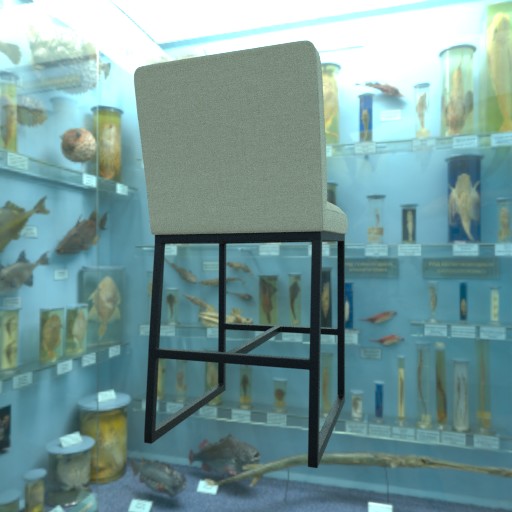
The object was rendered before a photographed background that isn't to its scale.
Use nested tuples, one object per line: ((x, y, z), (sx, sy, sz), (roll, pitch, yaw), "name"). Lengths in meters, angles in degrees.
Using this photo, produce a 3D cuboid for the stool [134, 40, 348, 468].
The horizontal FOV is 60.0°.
((0.000, 0.000, 1.267), (0.460, 0.940, 0.560), (0, -1, 18), "stool")
